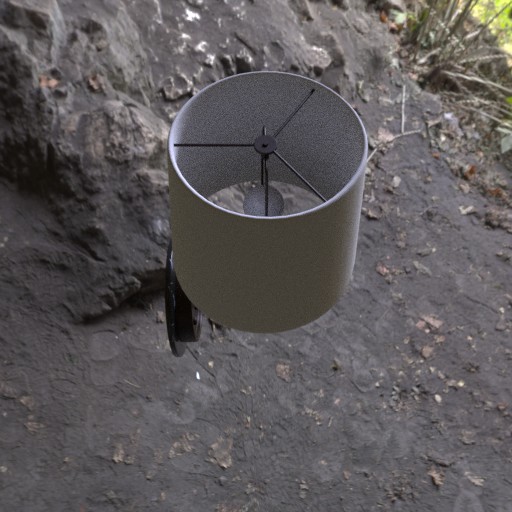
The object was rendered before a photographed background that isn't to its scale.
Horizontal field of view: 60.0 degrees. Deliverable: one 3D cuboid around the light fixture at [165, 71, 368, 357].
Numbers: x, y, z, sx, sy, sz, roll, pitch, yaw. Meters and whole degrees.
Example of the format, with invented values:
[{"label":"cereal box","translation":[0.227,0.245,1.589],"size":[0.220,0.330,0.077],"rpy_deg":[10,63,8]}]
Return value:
[{"label":"light fixture","translation":[0.000,0.000,0.438],"size":[0.188,0.337,0.168],"rpy_deg":[-1,63,-1]}]
